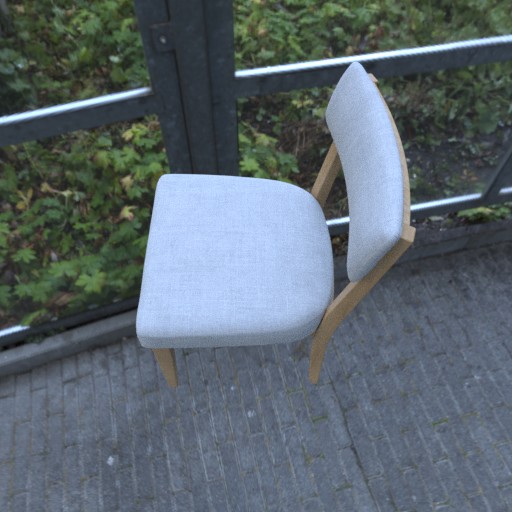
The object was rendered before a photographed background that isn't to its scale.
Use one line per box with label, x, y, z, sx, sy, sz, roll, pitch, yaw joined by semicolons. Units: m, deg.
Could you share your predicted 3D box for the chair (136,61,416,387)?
chair;0.000;0.000;1.183;0.572;0.832;0.508;0;57;0
